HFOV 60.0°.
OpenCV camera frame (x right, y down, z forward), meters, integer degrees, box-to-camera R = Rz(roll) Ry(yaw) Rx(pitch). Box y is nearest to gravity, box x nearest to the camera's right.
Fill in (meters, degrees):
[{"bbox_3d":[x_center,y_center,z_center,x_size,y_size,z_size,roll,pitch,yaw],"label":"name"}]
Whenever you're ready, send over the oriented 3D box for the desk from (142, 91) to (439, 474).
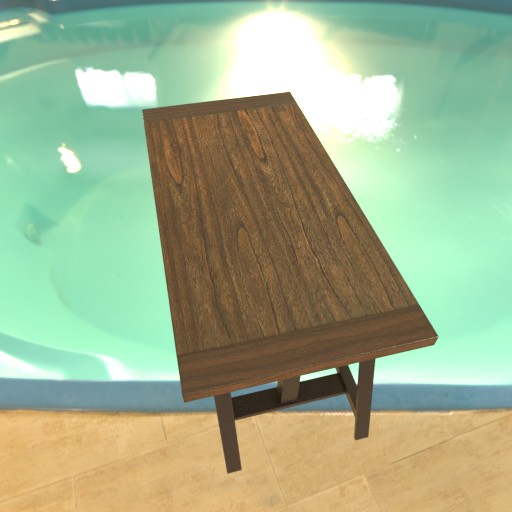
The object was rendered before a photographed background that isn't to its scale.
[{"bbox_3d":[0.000,0.000,2.018,0.784,0.725,1.543,-10,49,-9],"label":"desk"}]
